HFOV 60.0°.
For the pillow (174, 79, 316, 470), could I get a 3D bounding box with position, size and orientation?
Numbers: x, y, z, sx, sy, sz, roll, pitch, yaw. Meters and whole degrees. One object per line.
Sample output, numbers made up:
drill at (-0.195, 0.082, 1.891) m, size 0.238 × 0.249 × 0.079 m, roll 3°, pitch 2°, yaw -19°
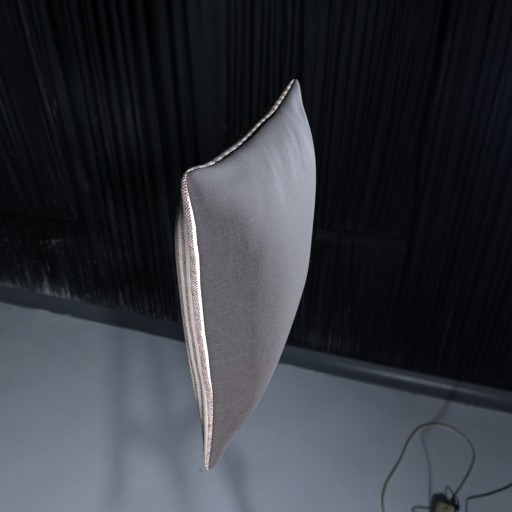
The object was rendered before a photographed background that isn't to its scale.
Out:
pillow at (0.000, 0.000, 0.782) m, size 0.166 × 0.506 × 0.523 m, roll 9°, pitch 33°, yaw 14°
